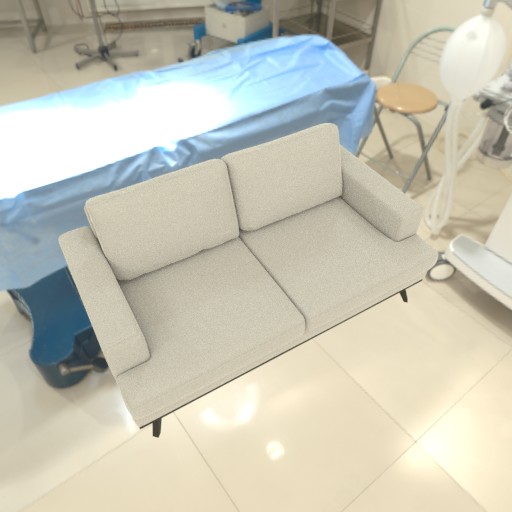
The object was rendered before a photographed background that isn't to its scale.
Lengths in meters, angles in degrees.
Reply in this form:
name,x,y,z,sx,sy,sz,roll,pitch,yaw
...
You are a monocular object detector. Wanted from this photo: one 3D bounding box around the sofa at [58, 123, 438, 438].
name,x,y,z,sx,sy,sz,roll,pitch,yaw
sofa,0.000,0.000,2.219,1.650,0.810,0.920,-23,50,-21
